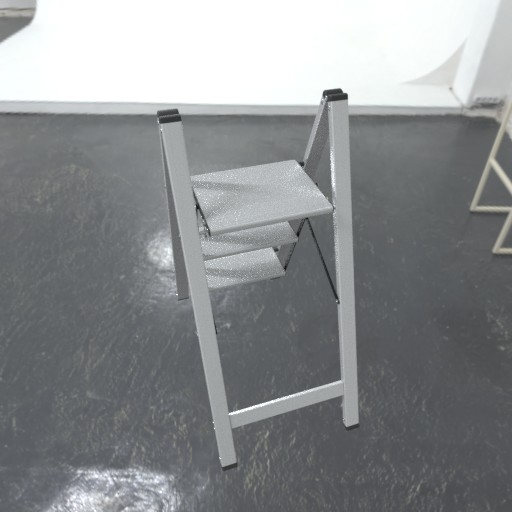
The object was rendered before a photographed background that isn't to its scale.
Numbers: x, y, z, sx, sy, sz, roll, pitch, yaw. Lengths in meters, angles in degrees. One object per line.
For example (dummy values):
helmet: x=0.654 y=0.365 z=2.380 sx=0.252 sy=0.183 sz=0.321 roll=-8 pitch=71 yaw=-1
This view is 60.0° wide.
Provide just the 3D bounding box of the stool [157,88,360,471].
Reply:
stool: x=0.000 y=0.000 z=1.279 sx=0.441 sy=0.902 sz=0.730 roll=-12 pitch=42 yaw=-14
